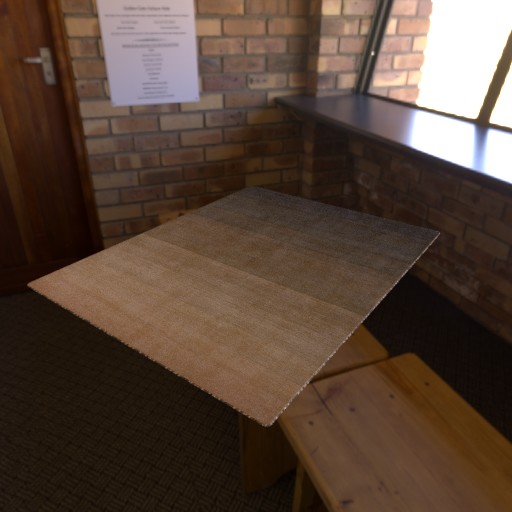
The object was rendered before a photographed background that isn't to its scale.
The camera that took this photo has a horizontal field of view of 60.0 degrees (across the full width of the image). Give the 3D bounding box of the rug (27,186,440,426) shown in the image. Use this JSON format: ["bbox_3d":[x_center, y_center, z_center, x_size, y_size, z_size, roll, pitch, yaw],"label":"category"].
[{"bbox_3d":[0.000,0.000,3.865,2.305,0.017,2.902,19,34,32],"label":"rug"}]
